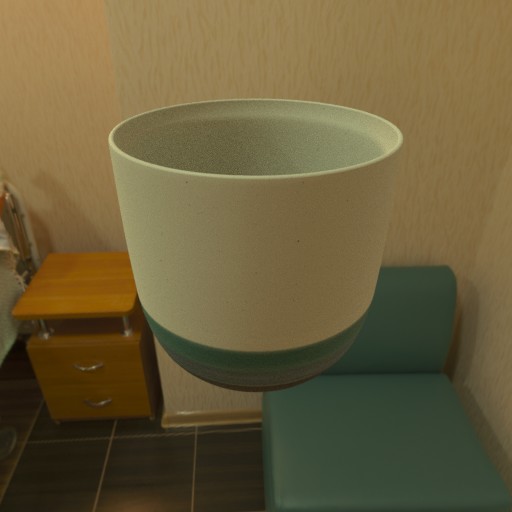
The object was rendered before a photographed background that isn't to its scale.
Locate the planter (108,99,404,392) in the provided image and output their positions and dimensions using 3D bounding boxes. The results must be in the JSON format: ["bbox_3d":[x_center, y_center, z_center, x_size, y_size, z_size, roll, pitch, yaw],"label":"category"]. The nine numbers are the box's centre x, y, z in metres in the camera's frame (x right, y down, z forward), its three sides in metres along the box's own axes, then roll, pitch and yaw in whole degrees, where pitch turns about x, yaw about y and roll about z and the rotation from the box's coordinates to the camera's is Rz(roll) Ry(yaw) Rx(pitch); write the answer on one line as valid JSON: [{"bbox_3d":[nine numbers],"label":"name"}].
[{"bbox_3d":[0.000,0.000,0.371,0.204,0.214,0.204,0,30,0],"label":"planter"}]
